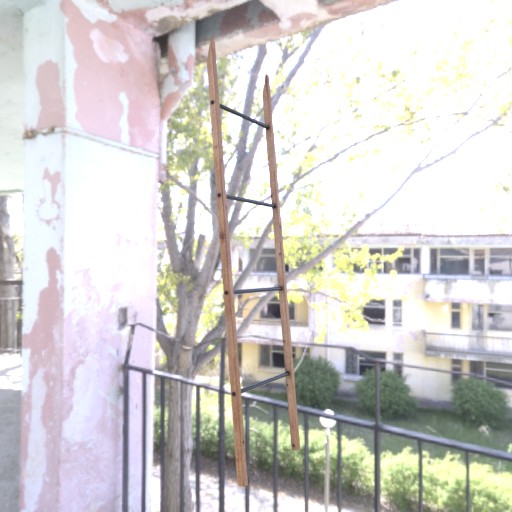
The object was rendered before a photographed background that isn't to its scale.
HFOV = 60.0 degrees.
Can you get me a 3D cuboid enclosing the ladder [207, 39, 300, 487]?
[{"bbox_3d":[0.000,0.000,1.968,0.200,1.805,0.442,-1,-1,35],"label":"ladder"}]
